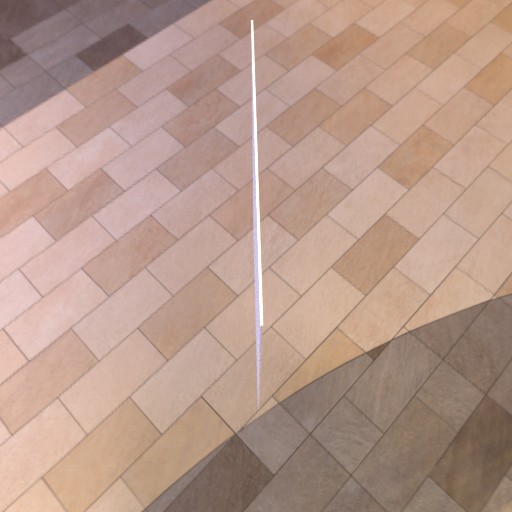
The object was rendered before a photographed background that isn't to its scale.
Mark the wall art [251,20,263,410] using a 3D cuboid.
[{"bbox_3d":[0.000,0.000,0.811,0.003,0.610,0.457,-1,63,-1],"label":"wall art"}]
